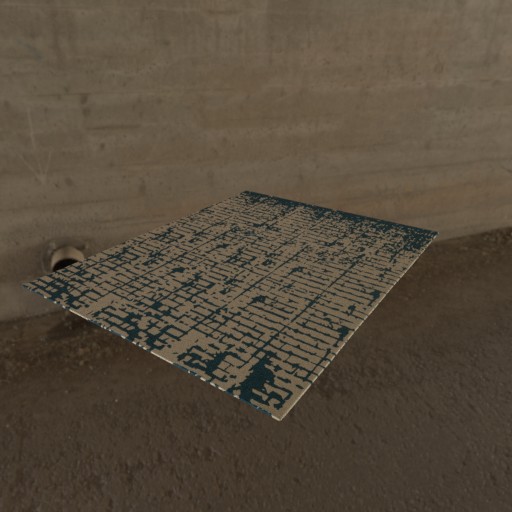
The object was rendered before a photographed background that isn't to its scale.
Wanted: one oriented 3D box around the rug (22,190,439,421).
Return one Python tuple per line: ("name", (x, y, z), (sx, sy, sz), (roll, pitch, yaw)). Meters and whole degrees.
("rug", (0.000, 0.000, 4.002), (2.416, 0.014, 3.017), (17, 31, 31))
